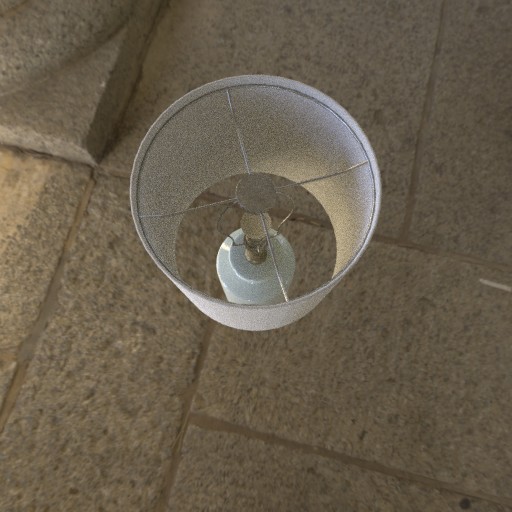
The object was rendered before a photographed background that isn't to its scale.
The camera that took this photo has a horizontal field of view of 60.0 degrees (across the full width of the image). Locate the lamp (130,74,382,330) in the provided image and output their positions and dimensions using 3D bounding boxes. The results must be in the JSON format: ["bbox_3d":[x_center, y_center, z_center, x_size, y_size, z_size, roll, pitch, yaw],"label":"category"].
[{"bbox_3d":[0.000,0.000,0.611,0.212,0.493,0.212,-14,76,-4],"label":"lamp"}]
